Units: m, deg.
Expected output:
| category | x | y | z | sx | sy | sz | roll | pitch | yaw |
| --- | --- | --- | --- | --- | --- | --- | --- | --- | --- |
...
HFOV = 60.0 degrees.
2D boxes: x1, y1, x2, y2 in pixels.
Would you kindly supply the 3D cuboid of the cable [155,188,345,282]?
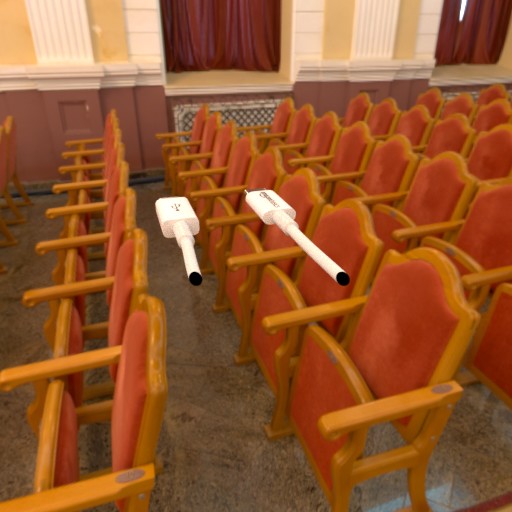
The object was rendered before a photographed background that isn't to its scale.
| category | x | y | z | sx | sy | sz | roll | pitch | yaw |
| --- | --- | --- | --- | --- | --- | --- | --- | --- | --- |
| cable | 0.000 | 0.000 | 0.110 | 0.040 | 0.006 | 0.098 | -8 | 27 | -15 |
